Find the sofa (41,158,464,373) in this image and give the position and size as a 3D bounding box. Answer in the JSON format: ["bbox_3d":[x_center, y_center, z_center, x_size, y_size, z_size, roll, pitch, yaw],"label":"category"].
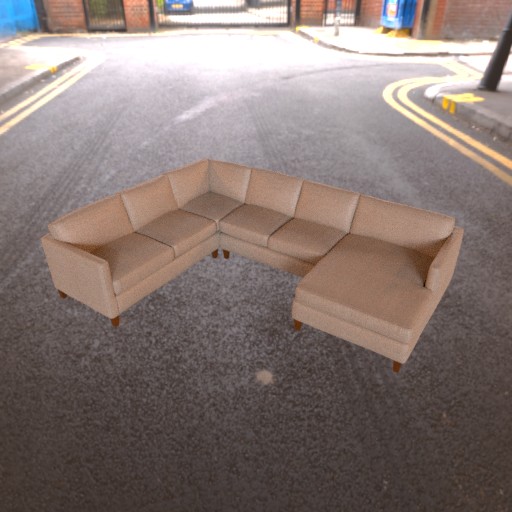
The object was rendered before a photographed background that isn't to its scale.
[{"bbox_3d":[0.000,0.000,4.571,3.460,0.961,2.594,19,36,29],"label":"sofa"}]
